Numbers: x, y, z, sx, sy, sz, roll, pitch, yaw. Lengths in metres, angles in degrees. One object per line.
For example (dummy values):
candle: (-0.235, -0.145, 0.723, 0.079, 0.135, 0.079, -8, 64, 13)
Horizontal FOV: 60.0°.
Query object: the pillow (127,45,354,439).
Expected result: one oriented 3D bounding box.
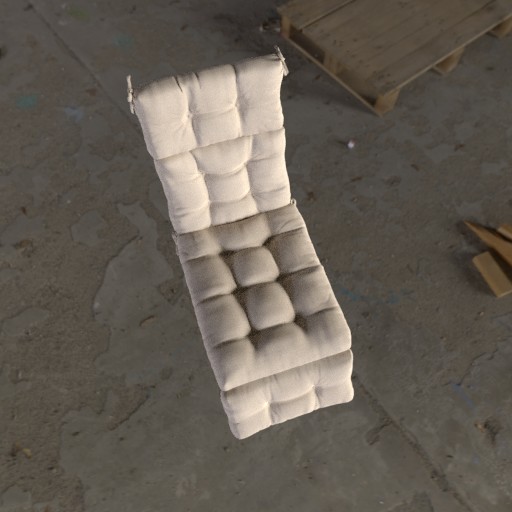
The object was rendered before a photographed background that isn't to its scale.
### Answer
pillow: (0.000, 0.000, 1.520, 0.526, 0.863, 1.016, -16, 64, -8)
